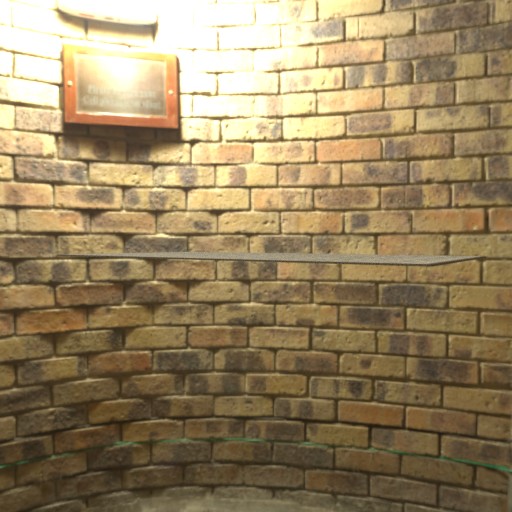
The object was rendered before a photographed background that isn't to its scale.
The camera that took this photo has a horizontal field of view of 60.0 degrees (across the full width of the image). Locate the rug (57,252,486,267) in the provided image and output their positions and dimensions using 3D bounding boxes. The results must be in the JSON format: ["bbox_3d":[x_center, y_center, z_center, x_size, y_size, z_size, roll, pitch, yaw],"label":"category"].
[{"bbox_3d":[0.000,0.000,3.505,3.048,0.011,1.546,1,2,36],"label":"rug"}]
